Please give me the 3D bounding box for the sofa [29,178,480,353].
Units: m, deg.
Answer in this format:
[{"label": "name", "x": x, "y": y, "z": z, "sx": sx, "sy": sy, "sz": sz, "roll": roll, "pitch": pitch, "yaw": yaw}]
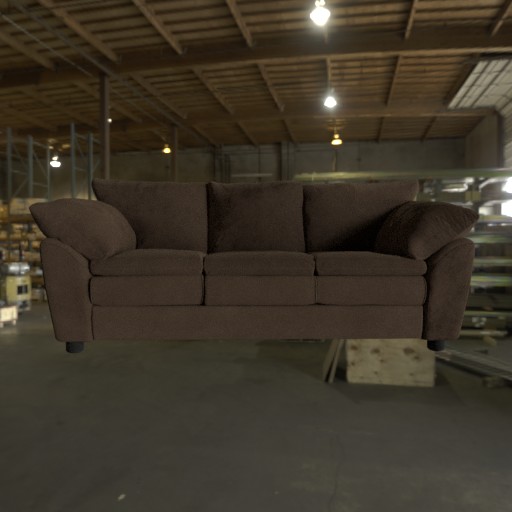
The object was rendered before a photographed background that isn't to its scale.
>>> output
[{"label": "sofa", "x": 0.000, "y": 0.000, "z": 2.683, "sx": 2.336, "sy": 1.015, "sz": 0.878, "roll": 0, "pitch": 0, "yaw": -1}]
